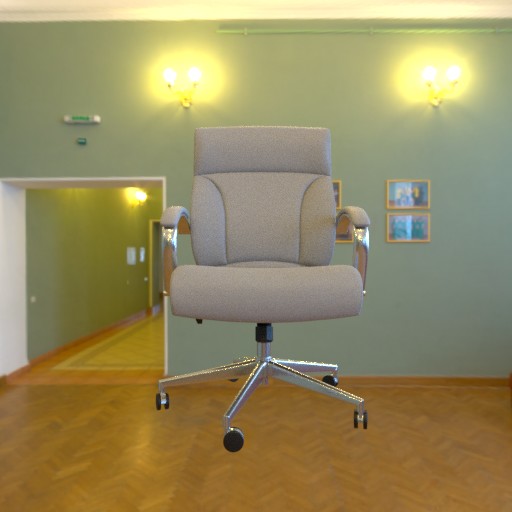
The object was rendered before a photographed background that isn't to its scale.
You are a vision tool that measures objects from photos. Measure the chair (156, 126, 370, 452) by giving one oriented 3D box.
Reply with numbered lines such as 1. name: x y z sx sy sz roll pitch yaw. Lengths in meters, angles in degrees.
1. chair: 0.000 0.000 1.610 0.727 1.099 0.745 0 0 0
